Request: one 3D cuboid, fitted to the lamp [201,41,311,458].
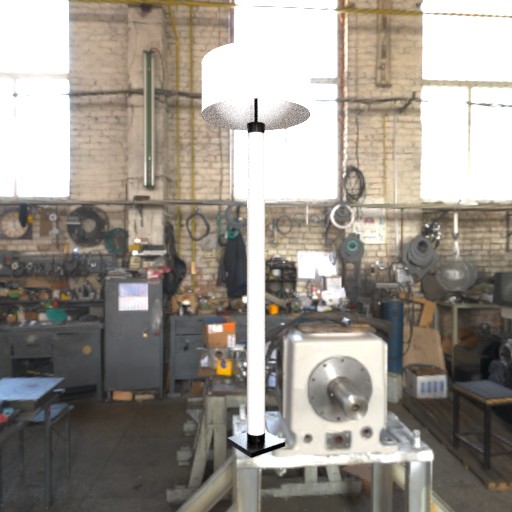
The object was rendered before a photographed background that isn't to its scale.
[{"bbox_3d":[0.000,0.000,1.715,0.420,1.475,0.420,-1,1,-36],"label":"lamp"}]
